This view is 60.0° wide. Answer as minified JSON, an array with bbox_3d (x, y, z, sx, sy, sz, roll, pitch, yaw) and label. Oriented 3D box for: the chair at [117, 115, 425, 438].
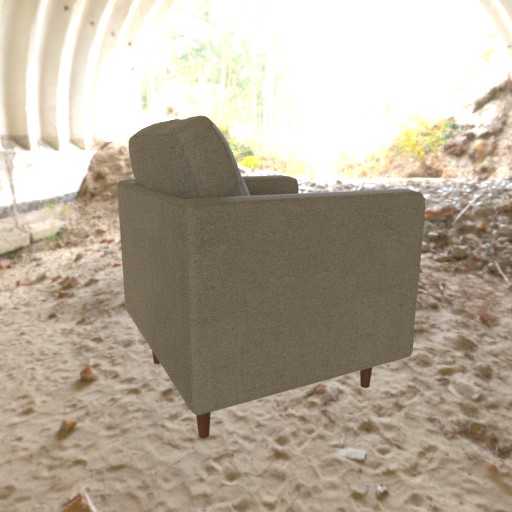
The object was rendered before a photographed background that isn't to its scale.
[{"bbox_3d":[0.000,0.000,1.588,0.800,0.927,0.855,-7,16,-26],"label":"chair"}]
